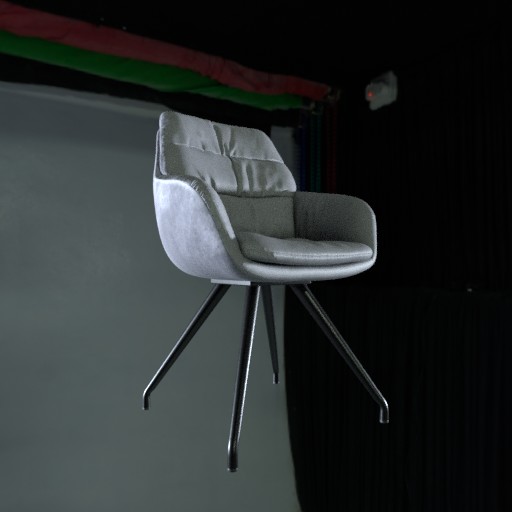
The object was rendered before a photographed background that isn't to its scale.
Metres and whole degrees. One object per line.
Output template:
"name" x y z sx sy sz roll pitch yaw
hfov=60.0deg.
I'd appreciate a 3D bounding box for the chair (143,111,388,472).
"chair" 0.000 0.000 1.260 0.579 0.888 0.569 1 -1 -35
